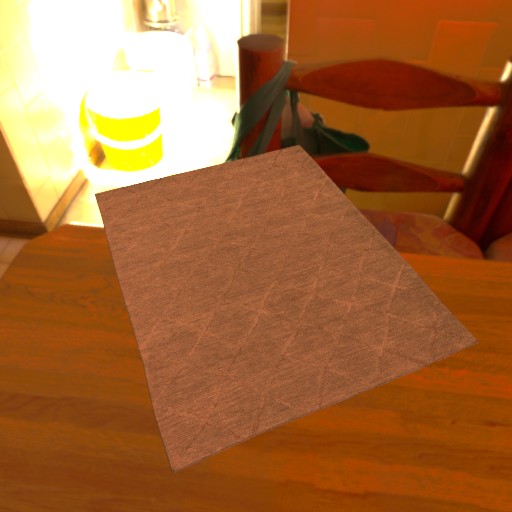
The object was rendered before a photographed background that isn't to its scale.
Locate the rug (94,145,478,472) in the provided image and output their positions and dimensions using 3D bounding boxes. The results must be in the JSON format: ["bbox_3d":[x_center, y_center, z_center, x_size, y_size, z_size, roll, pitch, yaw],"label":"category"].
[{"bbox_3d":[0.000,0.000,4.035,2.438,0.013,3.048,-17,48,-16],"label":"rug"}]
